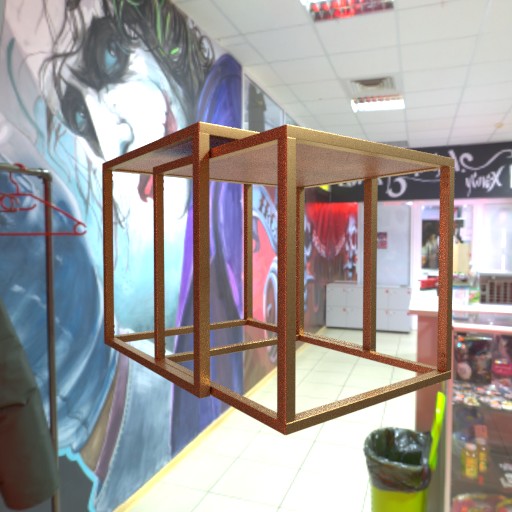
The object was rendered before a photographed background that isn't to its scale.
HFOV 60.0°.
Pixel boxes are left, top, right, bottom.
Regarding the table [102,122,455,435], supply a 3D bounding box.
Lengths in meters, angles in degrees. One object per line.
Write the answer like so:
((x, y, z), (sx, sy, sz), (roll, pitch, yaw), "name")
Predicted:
((0.000, 0.000, 1.087), (0.505, 0.505, 0.762), (-2, 3, -37), "table")
